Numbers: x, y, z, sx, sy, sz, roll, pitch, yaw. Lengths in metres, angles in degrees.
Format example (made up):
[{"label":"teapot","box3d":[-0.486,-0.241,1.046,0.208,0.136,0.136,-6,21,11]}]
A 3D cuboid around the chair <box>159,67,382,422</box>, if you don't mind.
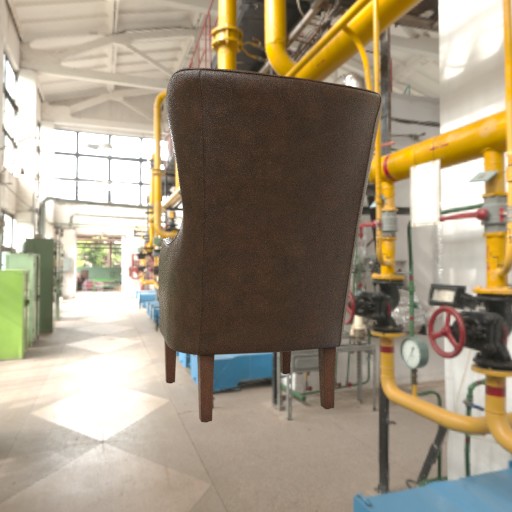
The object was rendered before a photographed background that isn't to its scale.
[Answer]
[{"label":"chair","box3d":[0.000,0.000,1.605,0.692,1.048,0.914,1,-2,-18]}]
